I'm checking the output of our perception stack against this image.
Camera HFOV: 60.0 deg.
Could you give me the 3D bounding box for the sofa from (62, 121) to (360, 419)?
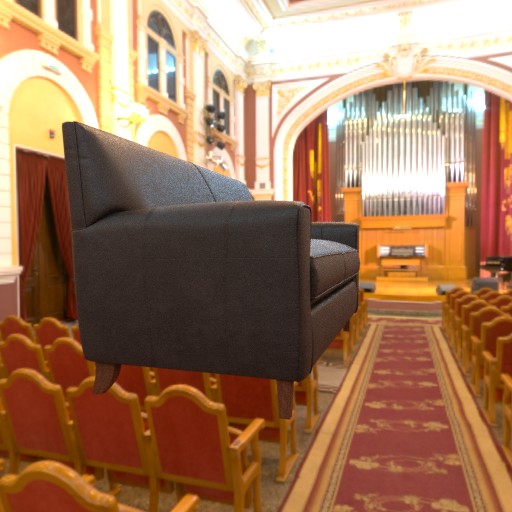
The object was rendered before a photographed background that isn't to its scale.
[{"bbox_3d":[0.000,0.000,1.956,0.787,0.871,1.473,1,2,19],"label":"sofa"}]
